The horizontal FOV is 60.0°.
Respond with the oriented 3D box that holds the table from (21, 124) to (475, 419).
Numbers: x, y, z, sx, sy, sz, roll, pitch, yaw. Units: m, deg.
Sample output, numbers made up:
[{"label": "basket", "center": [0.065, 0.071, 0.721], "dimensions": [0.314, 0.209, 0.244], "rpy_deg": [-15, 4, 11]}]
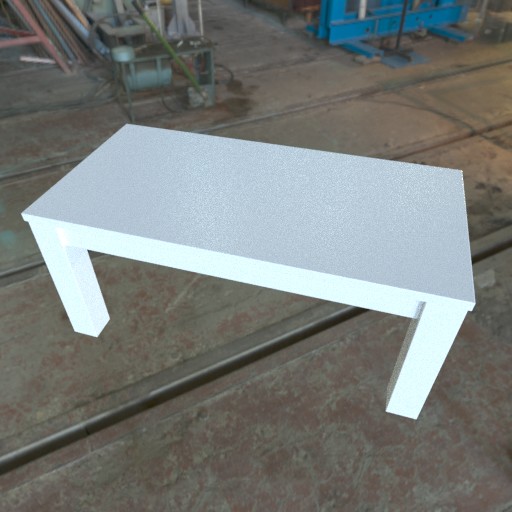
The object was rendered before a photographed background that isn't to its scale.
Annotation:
[{"label": "table", "center": [0.000, 0.000, 2.259], "dimensions": [1.800, 0.790, 0.900], "rpy_deg": [11, 43, 12]}]
